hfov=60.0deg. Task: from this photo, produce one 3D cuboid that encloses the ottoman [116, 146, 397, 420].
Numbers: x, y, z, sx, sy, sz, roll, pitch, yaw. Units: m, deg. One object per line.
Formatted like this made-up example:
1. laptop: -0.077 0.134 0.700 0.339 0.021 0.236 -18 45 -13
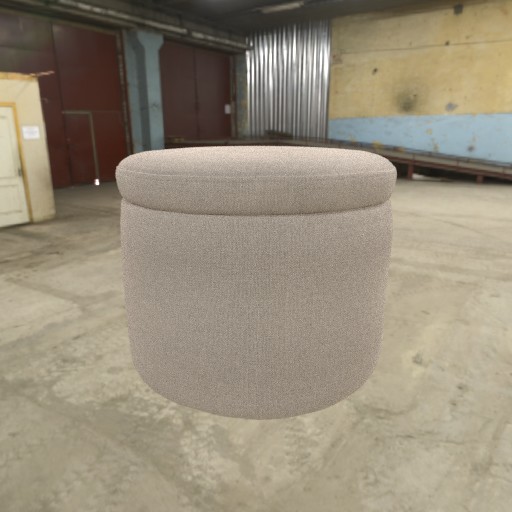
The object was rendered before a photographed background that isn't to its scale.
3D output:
1. ottoman: 0.000 0.000 0.857 0.497 0.409 0.497 0 16 0
